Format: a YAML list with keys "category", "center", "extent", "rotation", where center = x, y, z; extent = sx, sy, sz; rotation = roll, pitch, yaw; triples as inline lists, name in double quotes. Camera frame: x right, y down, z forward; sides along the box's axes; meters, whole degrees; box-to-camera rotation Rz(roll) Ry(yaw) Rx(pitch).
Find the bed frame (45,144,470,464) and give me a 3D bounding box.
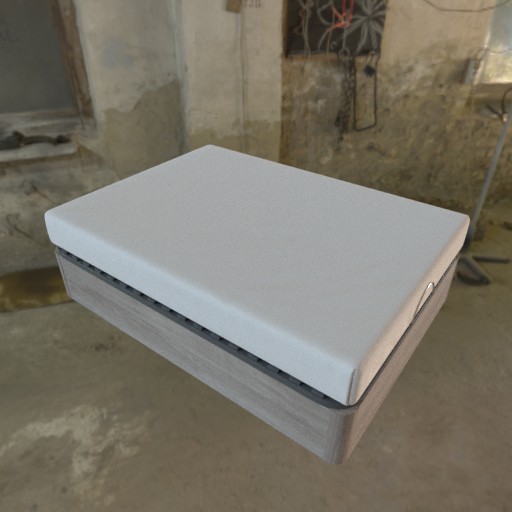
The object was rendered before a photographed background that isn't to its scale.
- category: "bed frame"
  center: [0.000, 0.000, 2.544]
  extent: [1.900, 0.561, 1.400]
  rotation: [23, 40, 30]
